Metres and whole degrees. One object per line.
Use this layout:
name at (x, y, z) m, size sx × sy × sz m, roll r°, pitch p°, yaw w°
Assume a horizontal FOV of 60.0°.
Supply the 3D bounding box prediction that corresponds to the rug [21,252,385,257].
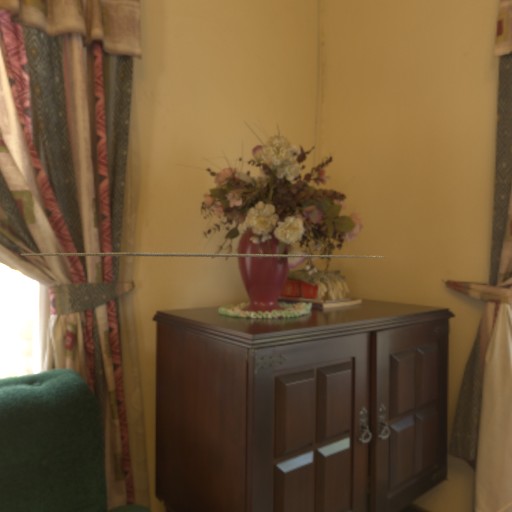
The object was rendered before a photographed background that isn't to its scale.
rug at (0.000, 0.000, 2.485) m, size 0.684 × 0.009 × 2.275 m, roll 0°, pitch 0°, yaw 36°
